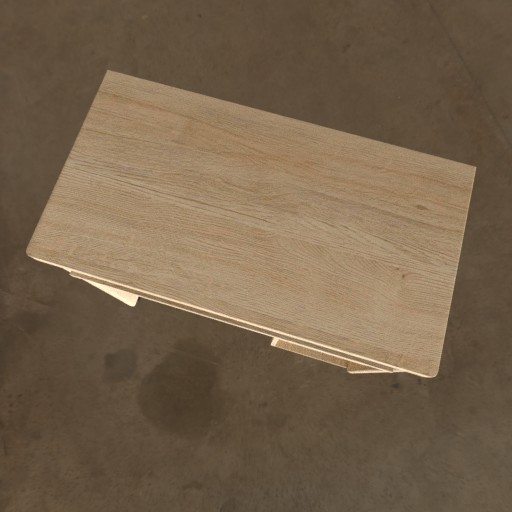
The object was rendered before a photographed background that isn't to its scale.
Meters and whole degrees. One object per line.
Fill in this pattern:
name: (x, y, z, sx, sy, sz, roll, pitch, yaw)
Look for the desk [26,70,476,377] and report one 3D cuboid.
desk: (0.000, 0.000, 1.336, 0.885, 0.770, 0.480, 16, 75, 4)
